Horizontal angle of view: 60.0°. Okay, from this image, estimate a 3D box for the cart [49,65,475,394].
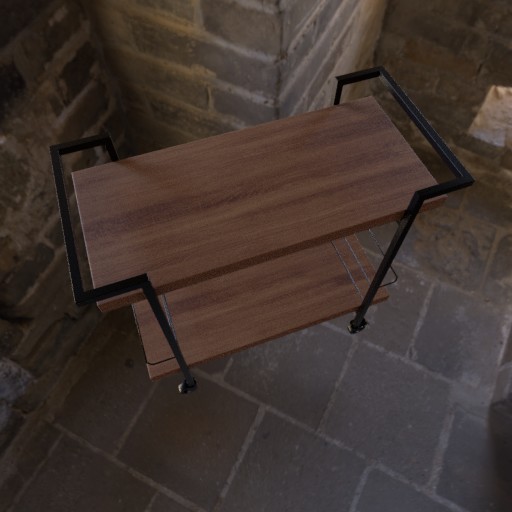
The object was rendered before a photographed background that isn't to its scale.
[{"bbox_3d":[0.000,0.000,1.255,0.806,0.762,0.406,-17,60,-10],"label":"cart"}]
